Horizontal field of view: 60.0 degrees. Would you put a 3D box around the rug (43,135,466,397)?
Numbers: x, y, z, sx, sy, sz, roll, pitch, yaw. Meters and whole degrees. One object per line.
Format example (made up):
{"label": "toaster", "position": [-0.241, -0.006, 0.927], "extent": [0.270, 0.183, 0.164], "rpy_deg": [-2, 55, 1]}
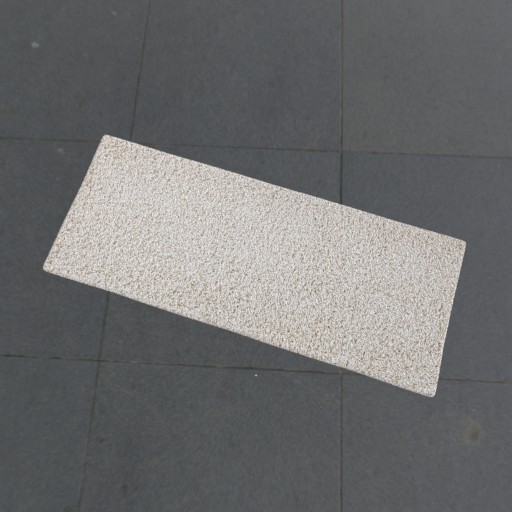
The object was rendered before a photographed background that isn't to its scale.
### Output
{"label": "rug", "position": [0.000, 0.000, 1.713], "extent": [1.524, 0.030, 0.609], "rpy_deg": [17, 76, 5]}
